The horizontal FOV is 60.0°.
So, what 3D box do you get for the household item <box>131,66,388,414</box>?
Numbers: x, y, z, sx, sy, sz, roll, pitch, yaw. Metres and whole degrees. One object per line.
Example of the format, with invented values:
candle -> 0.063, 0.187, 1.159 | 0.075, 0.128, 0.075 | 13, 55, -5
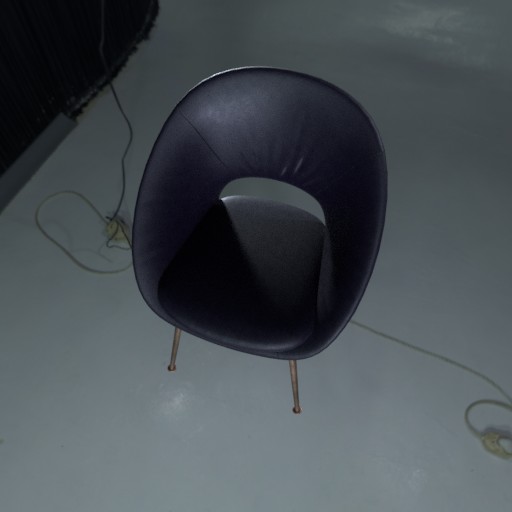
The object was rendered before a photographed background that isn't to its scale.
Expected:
household item -> 0.000, 0.000, 1.275 | 0.623, 0.852, 0.573 | 16, 58, 10
